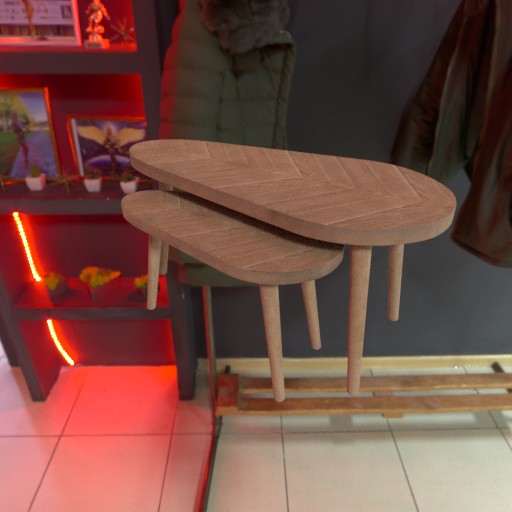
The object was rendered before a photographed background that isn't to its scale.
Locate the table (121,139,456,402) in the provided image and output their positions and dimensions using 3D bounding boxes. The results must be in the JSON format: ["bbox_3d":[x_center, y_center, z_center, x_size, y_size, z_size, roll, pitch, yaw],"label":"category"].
[{"bbox_3d":[0.000,0.000,1.580,1.190,0.595,0.701,17,35,27],"label":"table"}]
